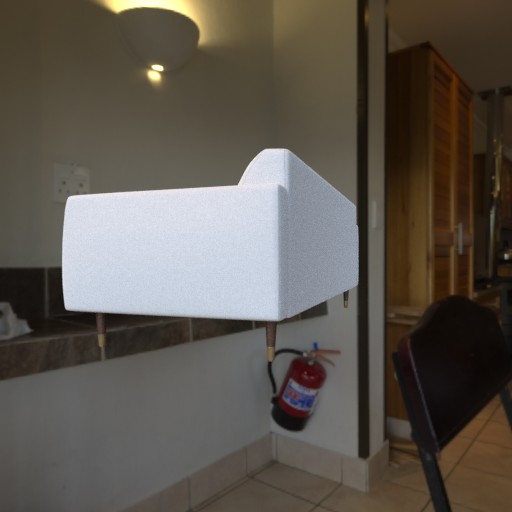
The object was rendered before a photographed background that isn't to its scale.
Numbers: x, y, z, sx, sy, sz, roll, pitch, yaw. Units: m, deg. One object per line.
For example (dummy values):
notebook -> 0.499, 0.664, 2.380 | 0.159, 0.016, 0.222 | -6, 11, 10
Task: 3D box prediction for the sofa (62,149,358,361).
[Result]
sofa -> 0.000, 0.000, 2.761 | 0.990, 0.821, 2.291 | 0, 0, 20
